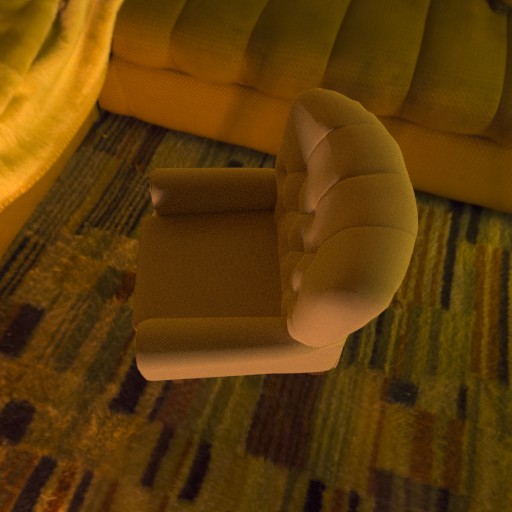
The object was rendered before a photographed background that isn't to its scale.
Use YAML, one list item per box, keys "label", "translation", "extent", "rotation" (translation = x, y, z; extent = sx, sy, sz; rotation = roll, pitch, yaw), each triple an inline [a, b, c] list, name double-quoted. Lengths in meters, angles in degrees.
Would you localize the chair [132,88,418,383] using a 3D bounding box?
- label: "chair"
  translation: [0.000, 0.000, 2.029]
  extent: [1.132, 1.169, 1.035]
  rotation: [-2, 60, -1]
